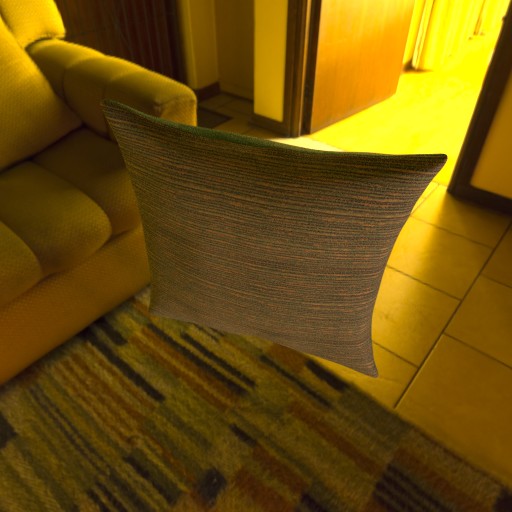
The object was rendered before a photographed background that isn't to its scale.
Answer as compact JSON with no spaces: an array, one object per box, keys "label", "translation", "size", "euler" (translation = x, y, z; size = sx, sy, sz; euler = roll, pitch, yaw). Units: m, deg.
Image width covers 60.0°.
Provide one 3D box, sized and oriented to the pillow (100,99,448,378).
[{"label":"pillow","translation":[0.000,0.000,0.783],"size":[0.514,0.497,0.150],"euler":[13,43,14]}]
